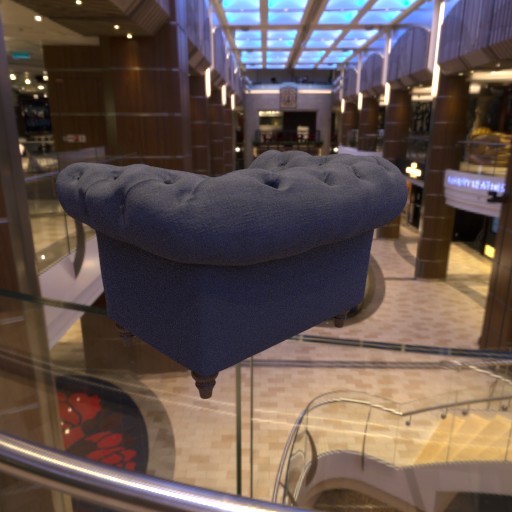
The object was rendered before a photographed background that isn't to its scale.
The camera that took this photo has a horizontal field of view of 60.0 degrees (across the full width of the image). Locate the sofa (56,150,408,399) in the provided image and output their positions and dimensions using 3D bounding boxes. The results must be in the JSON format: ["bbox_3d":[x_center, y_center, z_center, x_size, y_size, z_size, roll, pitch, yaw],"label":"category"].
[{"bbox_3d":[0.000,0.000,2.002,1.405,0.878,1.032,-16,22,-43],"label":"sofa"}]
